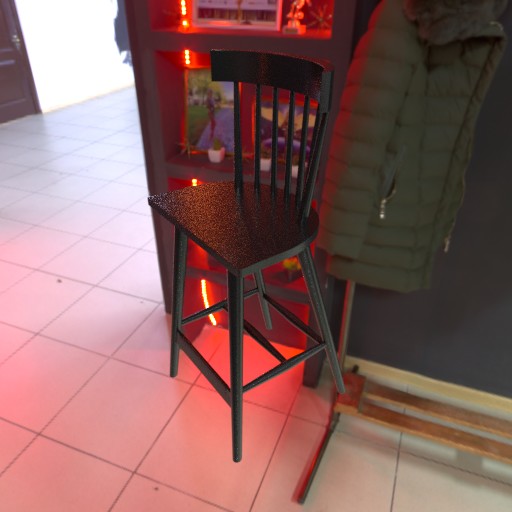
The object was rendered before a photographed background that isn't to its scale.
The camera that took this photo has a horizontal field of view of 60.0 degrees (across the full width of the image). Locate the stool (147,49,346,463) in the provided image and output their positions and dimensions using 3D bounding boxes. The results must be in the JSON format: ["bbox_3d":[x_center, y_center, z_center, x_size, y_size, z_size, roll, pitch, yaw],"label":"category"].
[{"bbox_3d":[0.000,0.000,1.337,0.483,1.092,0.482,-21,37,-30],"label":"stool"}]
